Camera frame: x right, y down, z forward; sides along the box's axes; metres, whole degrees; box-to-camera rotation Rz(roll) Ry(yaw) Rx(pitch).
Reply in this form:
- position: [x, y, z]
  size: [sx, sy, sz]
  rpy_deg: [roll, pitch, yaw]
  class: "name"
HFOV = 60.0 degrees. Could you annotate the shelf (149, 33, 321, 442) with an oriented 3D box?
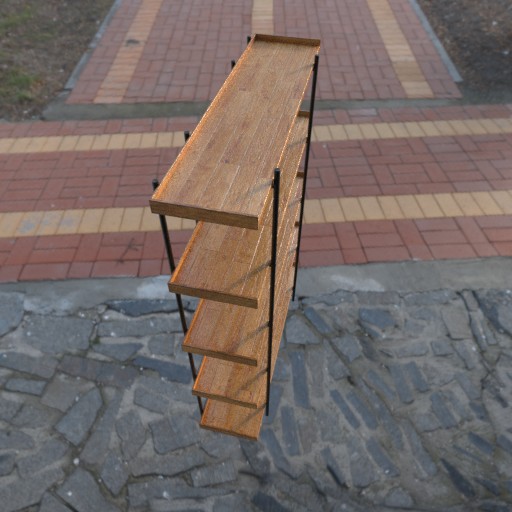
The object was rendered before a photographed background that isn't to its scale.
- position: [0.000, 0.000, 2.418]
  size: [0.379, 1.826, 1.371]
  rpy_deg: [10, 47, 9]
  class: "shelf"
